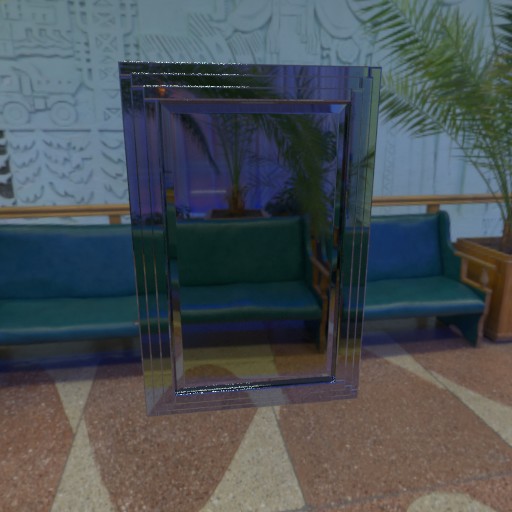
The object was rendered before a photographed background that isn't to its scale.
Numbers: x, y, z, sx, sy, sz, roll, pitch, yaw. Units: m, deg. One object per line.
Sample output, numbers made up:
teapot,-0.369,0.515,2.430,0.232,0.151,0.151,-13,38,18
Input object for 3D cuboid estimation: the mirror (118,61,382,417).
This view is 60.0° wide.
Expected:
mirror,0.000,0.000,1.139,0.613,0.914,0.039,-2,16,-8
